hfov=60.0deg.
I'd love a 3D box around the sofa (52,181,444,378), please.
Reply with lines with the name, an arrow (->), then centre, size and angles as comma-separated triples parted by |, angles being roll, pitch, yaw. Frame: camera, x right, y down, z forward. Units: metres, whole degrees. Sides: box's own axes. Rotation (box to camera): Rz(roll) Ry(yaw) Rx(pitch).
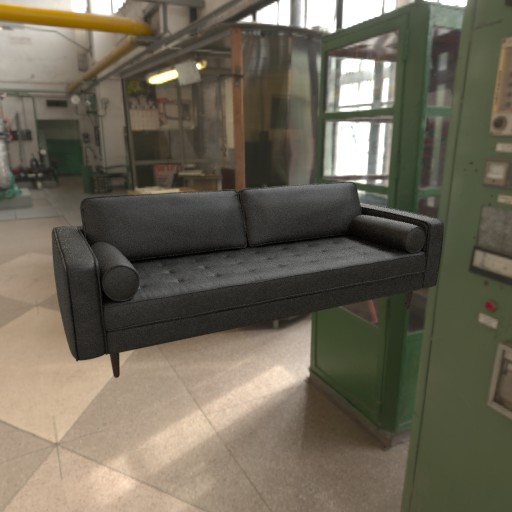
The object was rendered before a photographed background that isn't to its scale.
sofa -> 0.000, 0.000, 2.672 | 2.210, 0.762, 0.914 | -8, 17, -26
